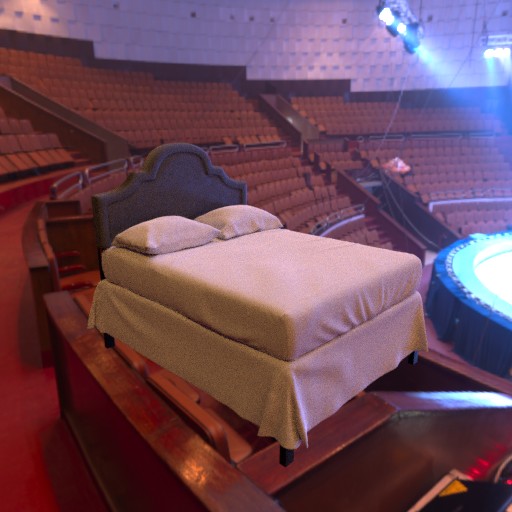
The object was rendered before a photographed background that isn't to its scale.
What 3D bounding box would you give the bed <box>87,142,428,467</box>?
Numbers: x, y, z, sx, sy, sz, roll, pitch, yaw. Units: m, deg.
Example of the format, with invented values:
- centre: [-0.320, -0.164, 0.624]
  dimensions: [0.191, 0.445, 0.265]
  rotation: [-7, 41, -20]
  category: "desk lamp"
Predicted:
- centre: [0.000, 0.000, 3.358]
  dimensions: [2.222, 1.634, 1.780]
  rotation: [15, 21, 42]
  category: "bed"
